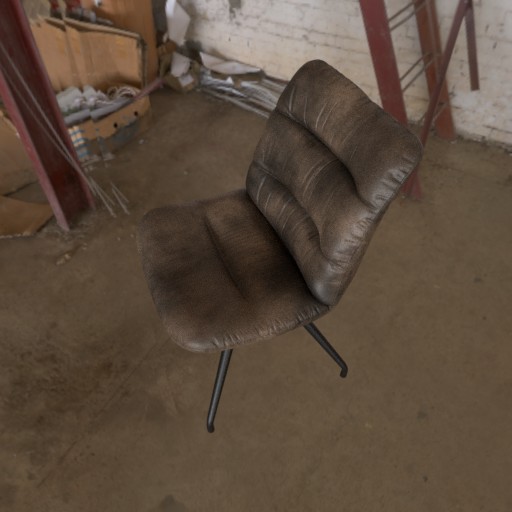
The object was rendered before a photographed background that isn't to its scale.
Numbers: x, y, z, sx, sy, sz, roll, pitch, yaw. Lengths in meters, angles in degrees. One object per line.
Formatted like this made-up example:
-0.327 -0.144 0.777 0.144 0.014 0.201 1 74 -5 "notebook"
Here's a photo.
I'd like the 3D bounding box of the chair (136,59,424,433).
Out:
0.000 0.000 1.267 0.622 0.870 0.549 -17 48 -16 "chair"
